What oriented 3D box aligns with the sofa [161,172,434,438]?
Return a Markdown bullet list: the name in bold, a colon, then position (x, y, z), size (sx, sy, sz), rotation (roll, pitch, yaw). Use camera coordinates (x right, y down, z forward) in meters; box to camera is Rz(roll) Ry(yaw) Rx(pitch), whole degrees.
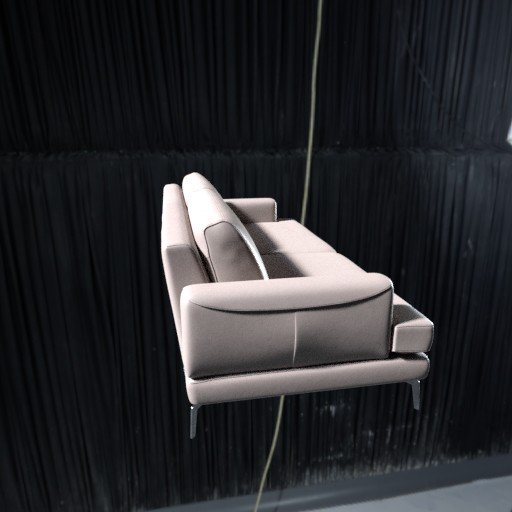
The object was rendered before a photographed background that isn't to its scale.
- **sofa**: position (0.000, 0.000, 2.425), size (0.974, 0.765, 1.940), rotation (-3, 17, -11)
